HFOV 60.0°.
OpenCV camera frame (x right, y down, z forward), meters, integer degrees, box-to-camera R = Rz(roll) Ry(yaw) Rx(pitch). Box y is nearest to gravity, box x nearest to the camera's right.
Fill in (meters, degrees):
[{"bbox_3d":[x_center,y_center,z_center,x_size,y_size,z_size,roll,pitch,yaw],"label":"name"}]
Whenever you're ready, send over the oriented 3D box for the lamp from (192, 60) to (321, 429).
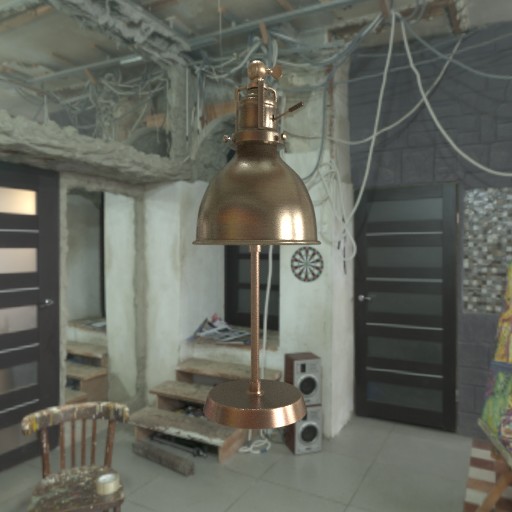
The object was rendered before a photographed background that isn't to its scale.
[{"bbox_3d":[0.000,0.000,0.588,0.153,0.456,0.286,0,1,-1],"label":"lamp"}]
